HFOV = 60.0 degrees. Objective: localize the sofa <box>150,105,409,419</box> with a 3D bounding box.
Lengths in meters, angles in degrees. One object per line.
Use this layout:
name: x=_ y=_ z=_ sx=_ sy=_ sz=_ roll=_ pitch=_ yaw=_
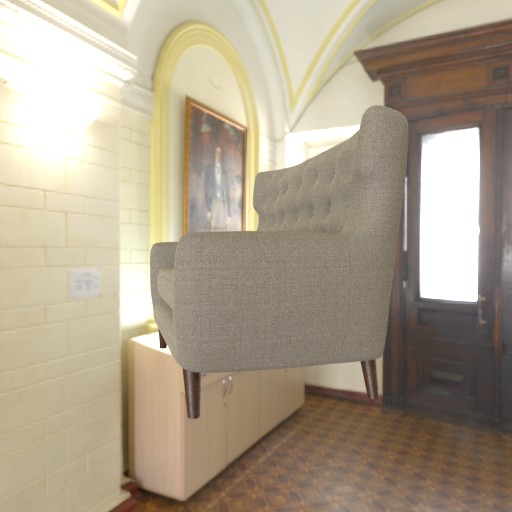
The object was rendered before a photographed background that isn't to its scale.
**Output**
sofa: x=0.000 y=0.000 z=2.047 sx=0.884 sy=1.028 sz=1.386 roll=0 pitch=0 yaw=-17
